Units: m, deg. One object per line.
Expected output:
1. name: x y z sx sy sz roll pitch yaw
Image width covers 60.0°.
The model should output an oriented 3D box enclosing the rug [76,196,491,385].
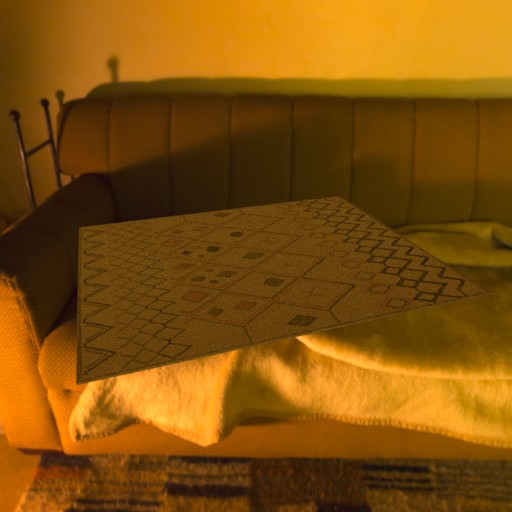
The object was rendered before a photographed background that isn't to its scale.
1. rug: 0.000 0.000 4.036 3.050 0.016 2.441 -9 28 -17
